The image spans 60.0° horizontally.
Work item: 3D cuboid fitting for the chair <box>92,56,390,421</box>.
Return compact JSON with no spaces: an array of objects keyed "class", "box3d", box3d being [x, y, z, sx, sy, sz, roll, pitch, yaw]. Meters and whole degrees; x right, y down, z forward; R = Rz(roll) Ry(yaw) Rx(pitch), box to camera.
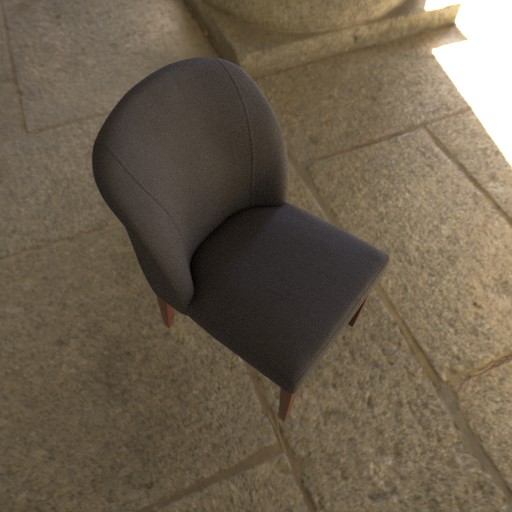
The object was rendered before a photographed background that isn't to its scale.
[{"class":"chair","box3d":[0.000,0.000,1.245,0.619,0.879,0.506,33,63,20]}]
